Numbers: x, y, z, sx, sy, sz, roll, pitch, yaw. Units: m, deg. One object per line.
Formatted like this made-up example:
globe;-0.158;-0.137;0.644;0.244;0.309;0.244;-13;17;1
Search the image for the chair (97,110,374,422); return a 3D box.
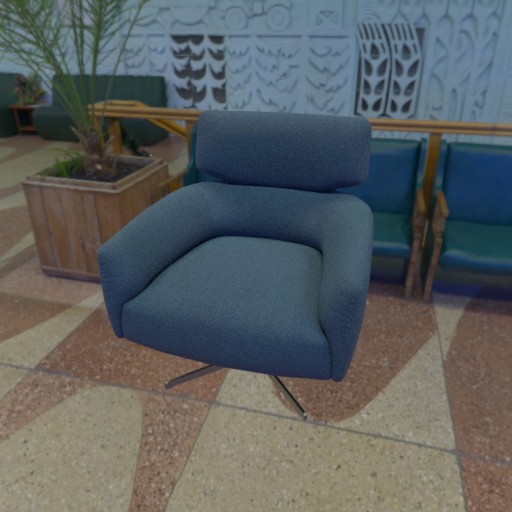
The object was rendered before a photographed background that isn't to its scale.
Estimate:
chair;0.000;0.000;1.457;0.738;0.813;0.761;8;28;15
